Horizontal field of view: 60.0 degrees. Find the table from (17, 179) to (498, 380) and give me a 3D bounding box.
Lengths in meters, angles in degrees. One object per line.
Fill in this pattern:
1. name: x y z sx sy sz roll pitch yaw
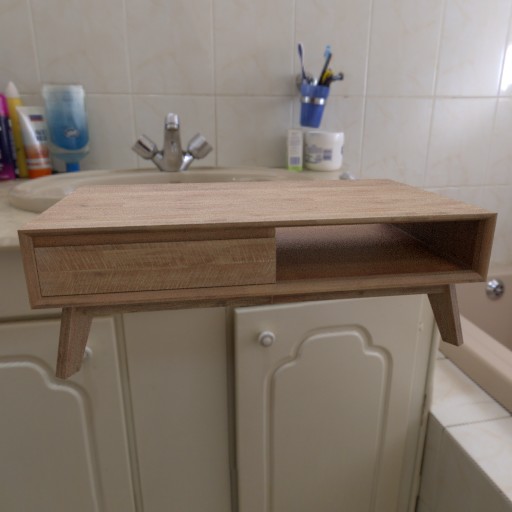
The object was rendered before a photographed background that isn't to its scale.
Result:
1. table: 0.000 0.000 1.981 1.619 0.531 0.918 -3 18 -8
